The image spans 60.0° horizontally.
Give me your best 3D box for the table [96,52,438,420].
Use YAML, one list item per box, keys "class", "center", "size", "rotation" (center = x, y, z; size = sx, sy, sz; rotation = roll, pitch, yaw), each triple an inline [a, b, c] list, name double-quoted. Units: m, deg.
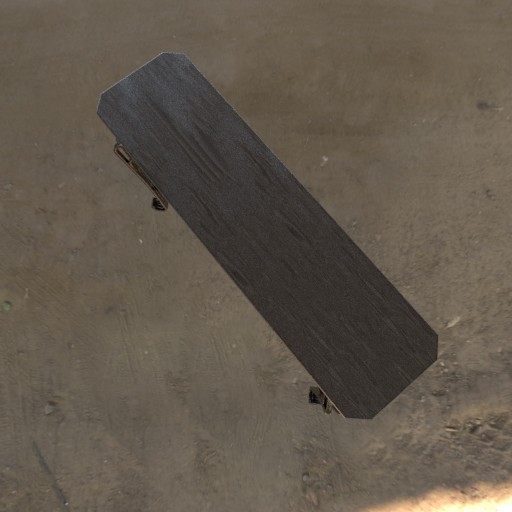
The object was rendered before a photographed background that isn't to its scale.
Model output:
- class: "table"
  center: [0.000, 0.000, 1.499]
  size: [0.329, 0.800, 1.112]
  rotation: [-38, 79, -9]
